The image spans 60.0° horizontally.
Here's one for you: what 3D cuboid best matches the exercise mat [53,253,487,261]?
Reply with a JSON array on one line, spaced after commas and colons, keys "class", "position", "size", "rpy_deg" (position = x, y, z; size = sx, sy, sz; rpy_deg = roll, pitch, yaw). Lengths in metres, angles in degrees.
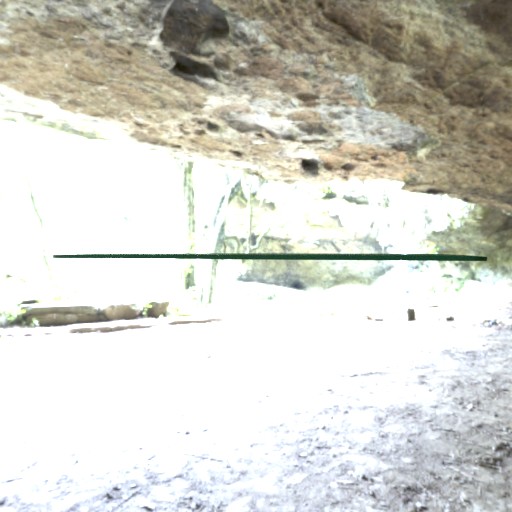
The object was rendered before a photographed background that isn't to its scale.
[{"class": "exercise mat", "position": [0.000, 0.000, 2.067], "size": [1.869, 0.021, 0.616], "rpy_deg": [0, 1, 19]}]
